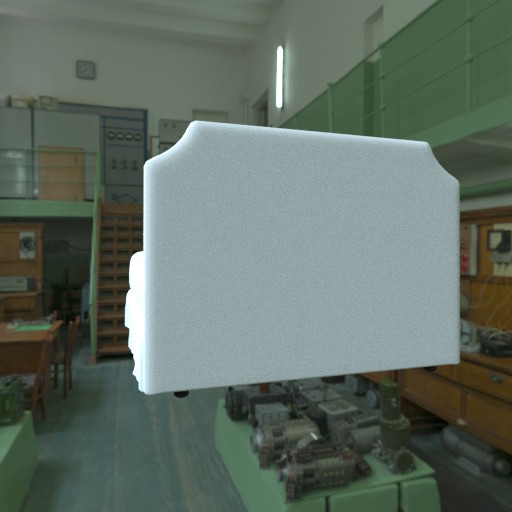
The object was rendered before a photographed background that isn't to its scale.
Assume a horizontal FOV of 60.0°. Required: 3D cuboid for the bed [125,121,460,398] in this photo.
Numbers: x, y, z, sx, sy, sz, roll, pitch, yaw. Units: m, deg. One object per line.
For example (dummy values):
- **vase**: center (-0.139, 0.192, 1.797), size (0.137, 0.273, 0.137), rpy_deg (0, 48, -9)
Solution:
- **bed**: center (0.000, 0.000, 3.841), size (2.134, 1.524, 2.548), rpy_deg (0, 1, -18)
